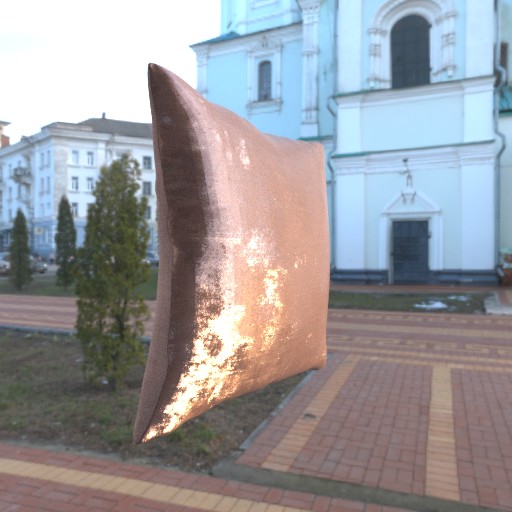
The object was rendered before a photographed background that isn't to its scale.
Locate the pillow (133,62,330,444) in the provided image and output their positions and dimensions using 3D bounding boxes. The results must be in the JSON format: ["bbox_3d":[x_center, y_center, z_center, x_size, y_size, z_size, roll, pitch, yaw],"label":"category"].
[{"bbox_3d":[0.000,0.000,0.721,0.175,0.464,0.470,0,0,35],"label":"pillow"}]
